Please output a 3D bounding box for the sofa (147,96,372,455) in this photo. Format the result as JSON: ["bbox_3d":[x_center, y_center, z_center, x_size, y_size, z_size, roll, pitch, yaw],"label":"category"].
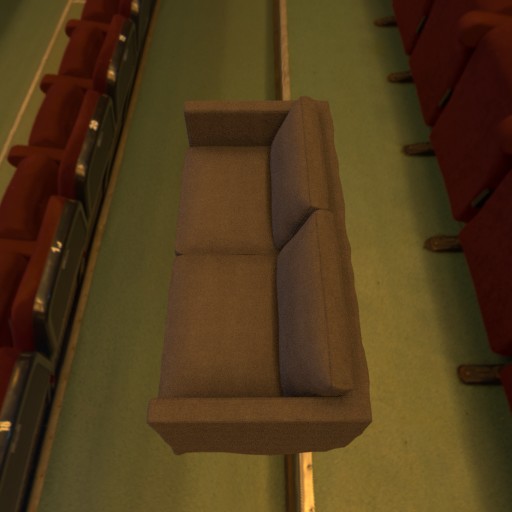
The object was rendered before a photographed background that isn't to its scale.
[{"bbox_3d":[0.000,0.000,2.529,0.953,0.855,1.982,0,58,0],"label":"sofa"}]
